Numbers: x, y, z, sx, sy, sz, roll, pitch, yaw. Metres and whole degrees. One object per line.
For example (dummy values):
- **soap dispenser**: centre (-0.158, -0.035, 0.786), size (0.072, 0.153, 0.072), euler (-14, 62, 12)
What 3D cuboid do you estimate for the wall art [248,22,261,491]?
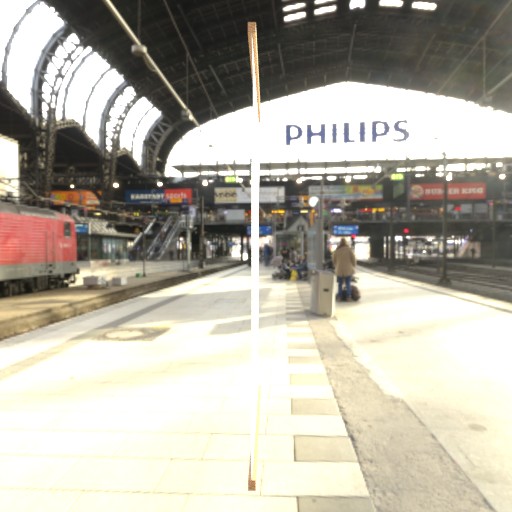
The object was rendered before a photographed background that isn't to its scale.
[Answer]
- **wall art**: centre (0.000, 0.000, 1.944), size (0.025, 1.521, 1.011), euler (0, 1, 2)
